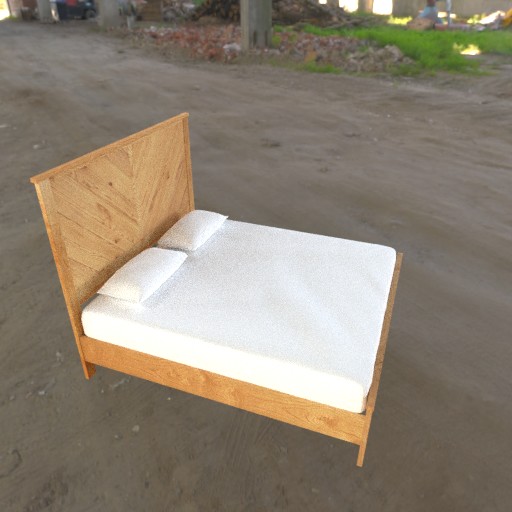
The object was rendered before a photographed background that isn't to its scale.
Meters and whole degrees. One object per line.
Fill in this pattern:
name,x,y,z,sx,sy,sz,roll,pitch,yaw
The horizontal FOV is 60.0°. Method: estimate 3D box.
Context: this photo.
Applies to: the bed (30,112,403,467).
bed,0.000,0.000,4.090,2.530,1.938,2.225,11,32,18
